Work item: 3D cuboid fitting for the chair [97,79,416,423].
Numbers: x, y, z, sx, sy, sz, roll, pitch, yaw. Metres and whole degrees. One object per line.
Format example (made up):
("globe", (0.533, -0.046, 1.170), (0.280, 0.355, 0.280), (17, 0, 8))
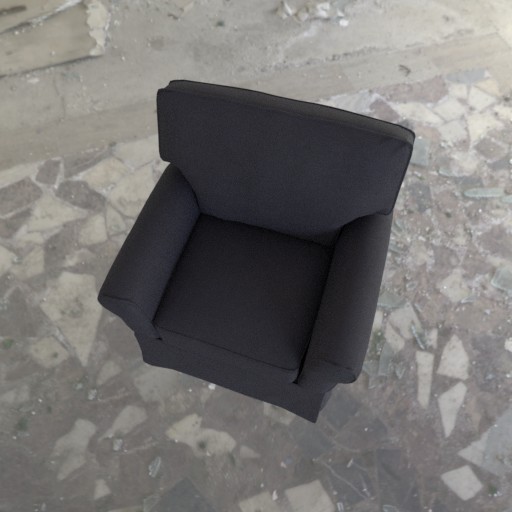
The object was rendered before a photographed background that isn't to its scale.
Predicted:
("chair", (0.000, 0.000, 1.991), (1.119, 1.140, 1.002), (15, 60, 9))
